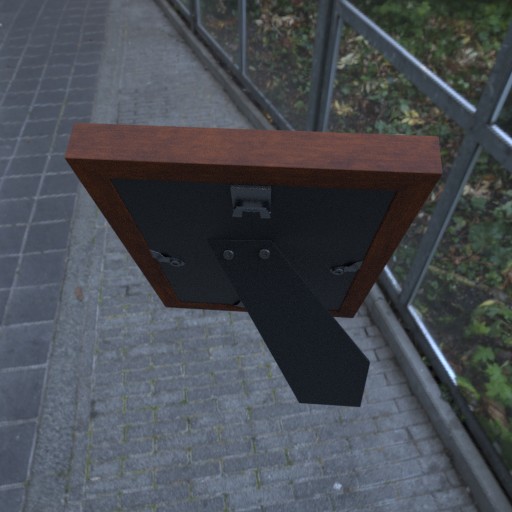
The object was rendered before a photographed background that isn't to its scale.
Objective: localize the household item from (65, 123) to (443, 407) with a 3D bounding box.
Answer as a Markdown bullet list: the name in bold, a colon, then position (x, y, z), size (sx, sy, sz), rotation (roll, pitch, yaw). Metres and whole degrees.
- **household item**: position (0.000, 0.000, 0.282), size (0.160, 0.204, 0.096), rotation (3, 47, 3)
